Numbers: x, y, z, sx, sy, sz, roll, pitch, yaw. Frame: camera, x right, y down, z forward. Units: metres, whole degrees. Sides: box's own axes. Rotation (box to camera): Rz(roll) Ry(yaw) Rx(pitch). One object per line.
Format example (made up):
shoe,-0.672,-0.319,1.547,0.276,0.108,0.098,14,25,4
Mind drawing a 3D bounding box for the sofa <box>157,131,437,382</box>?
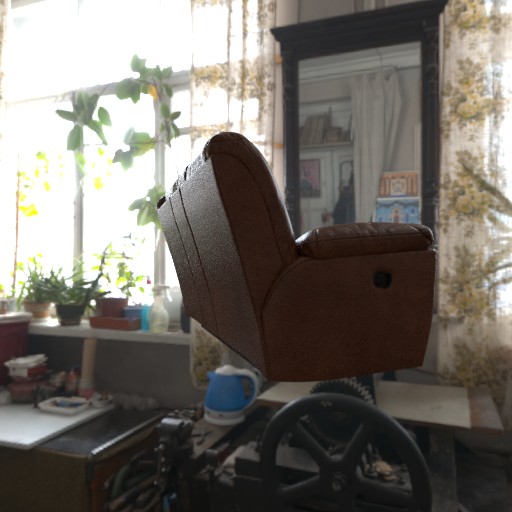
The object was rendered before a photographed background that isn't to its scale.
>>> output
sofa,0.000,0.000,2.636,0.991,1.043,2.058,0,0,-18
